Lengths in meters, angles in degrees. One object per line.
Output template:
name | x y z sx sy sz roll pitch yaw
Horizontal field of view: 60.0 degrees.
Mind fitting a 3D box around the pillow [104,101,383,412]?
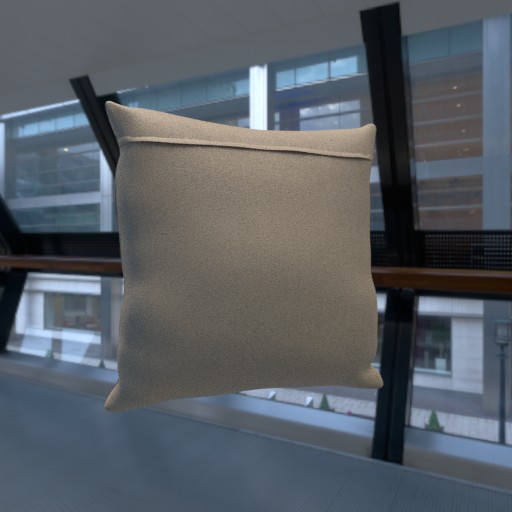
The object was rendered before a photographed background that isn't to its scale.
pillow | 0.000 0.000 0.679 0.440 0.441 0.182 0 0 -18
